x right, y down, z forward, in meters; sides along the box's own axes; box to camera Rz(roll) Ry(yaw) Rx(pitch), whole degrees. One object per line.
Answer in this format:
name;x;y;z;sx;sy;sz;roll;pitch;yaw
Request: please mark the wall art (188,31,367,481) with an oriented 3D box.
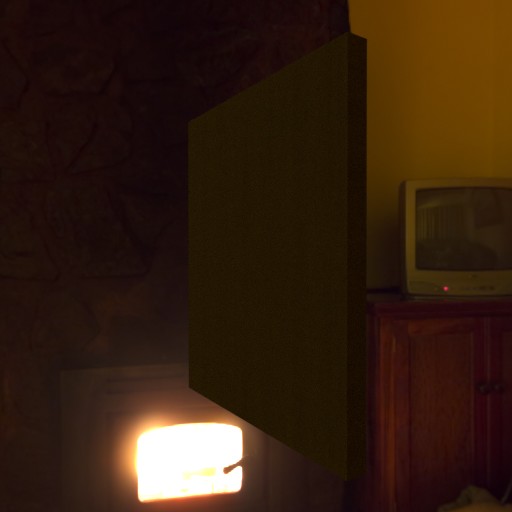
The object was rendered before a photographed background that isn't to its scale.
wall art;0.000;0.000;0.743;0.034;0.552;0.455;0;1;-34
